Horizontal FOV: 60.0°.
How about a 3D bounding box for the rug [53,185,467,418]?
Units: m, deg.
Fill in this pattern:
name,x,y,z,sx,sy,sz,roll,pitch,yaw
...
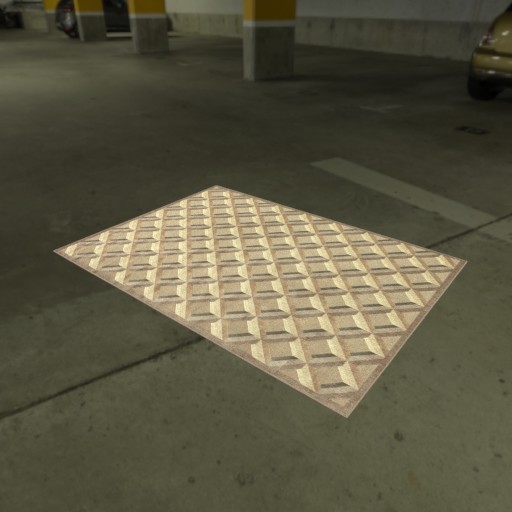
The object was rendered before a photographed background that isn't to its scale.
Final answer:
name,x,y,z,sx,sy,sz,roll,pitch,yaw
rug,0.000,0.000,4.335,3.294,0.018,2.382,22,36,33
